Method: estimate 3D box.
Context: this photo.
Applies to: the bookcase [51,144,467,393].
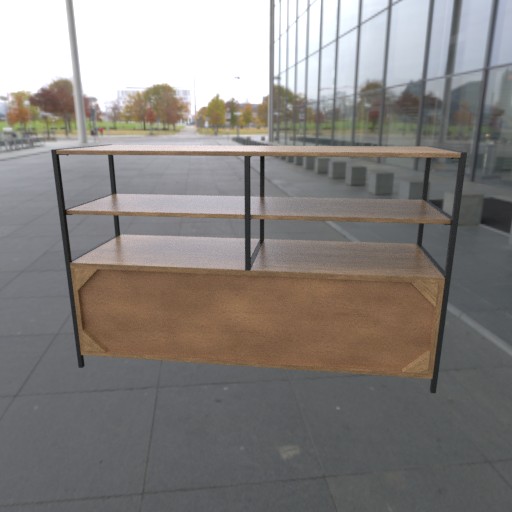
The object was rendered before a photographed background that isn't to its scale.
[{"bbox_3d":[0.000,0.000,1.497,1.149,0.712,0.391,2,16,7],"label":"bookcase"}]
